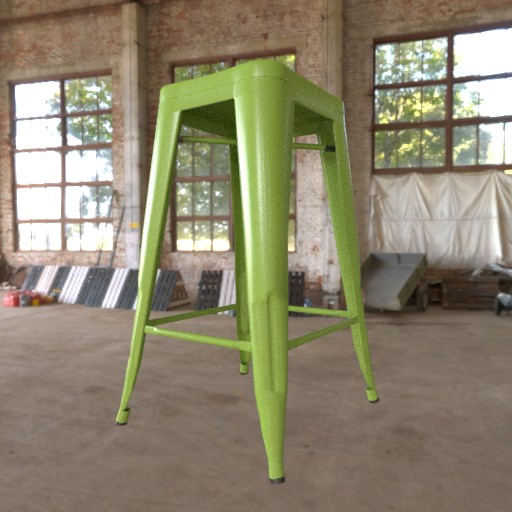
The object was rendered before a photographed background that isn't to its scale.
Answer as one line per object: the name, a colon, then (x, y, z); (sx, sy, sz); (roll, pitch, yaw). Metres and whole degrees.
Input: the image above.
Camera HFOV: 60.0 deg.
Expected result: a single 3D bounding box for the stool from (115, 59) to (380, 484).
stool: (0.000, 0.000, 0.851); (0.358, 0.609, 0.398); (1, 3, 35)
